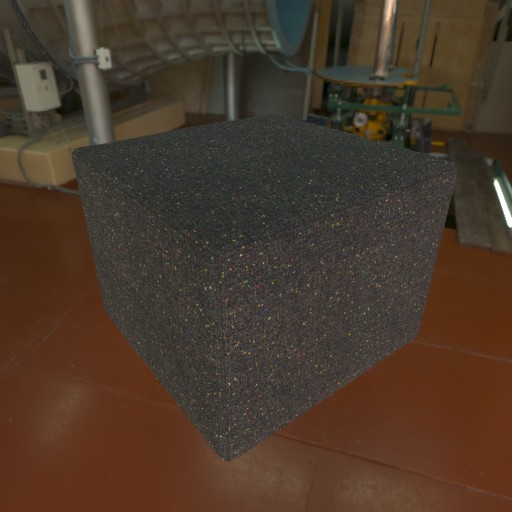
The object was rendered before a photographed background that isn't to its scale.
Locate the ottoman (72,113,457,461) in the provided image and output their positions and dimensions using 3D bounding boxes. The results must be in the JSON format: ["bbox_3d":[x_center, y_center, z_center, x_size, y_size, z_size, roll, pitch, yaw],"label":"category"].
[{"bbox_3d":[0.000,0.000,0.881,0.508,0.432,0.508,-21,36,-32],"label":"ottoman"}]
